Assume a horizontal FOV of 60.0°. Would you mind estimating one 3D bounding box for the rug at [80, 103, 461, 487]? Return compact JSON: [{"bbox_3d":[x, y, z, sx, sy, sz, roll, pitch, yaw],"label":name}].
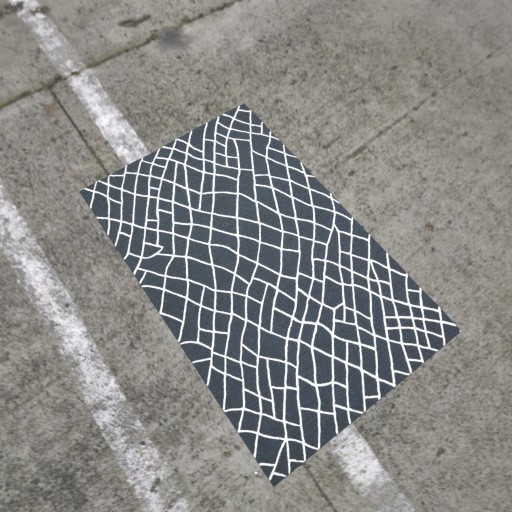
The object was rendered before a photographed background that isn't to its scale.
[{"bbox_3d":[0.000,0.000,3.109,1.529,0.017,2.448,-33,68,-15],"label":"rug"}]
